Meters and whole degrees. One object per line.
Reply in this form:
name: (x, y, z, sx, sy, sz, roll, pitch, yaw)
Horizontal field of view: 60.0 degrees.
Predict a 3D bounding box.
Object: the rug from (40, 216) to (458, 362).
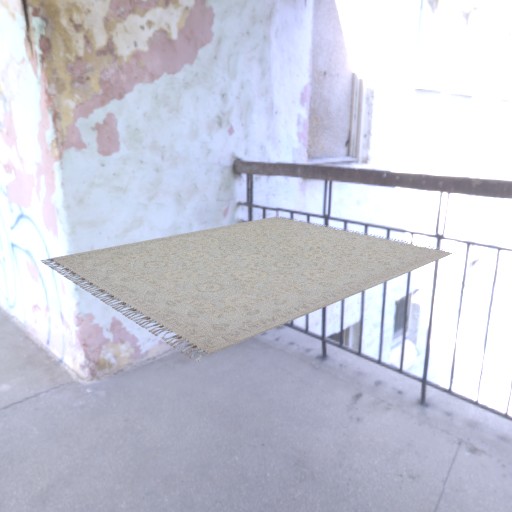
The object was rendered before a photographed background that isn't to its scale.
rug: (0.000, 0.000, 4.088, 3.043, 0.013, 2.444, -14, 22, -40)
